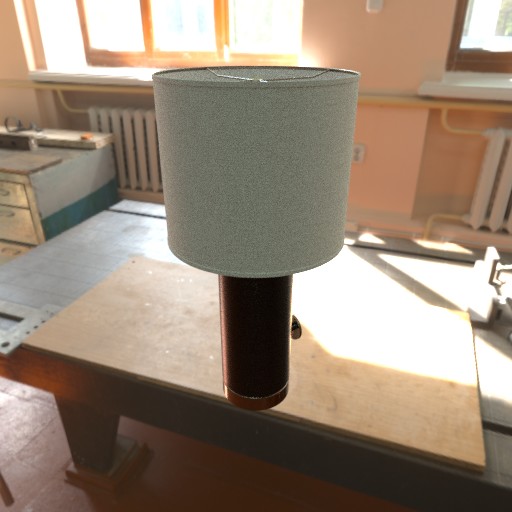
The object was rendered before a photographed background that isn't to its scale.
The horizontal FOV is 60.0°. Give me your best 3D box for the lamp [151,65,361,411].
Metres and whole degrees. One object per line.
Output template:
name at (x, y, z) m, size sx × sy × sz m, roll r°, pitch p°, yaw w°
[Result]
lamp at (0.000, 0.000, 0.627) m, size 0.240 × 0.482 × 0.241 m, roll -17°, pitch 31°, yaw -31°
